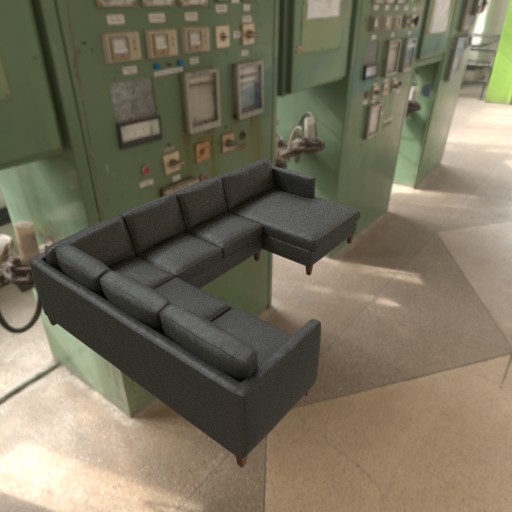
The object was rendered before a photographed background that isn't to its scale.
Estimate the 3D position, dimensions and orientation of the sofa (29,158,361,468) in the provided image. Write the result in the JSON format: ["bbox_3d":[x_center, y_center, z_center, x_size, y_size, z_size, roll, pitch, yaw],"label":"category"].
[{"bbox_3d":[0.000,0.000,4.597,2.593,0.923,3.460,22,37,33],"label":"sofa"}]
